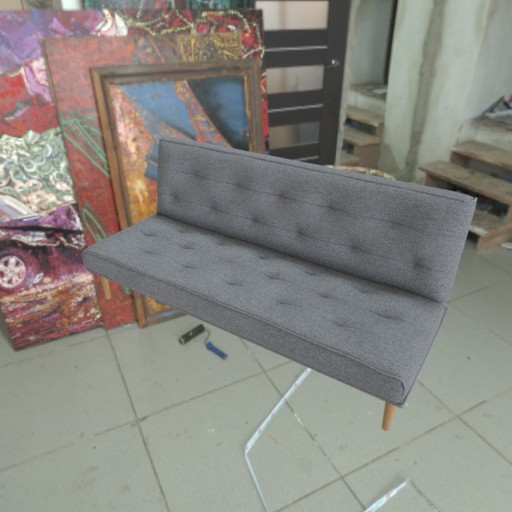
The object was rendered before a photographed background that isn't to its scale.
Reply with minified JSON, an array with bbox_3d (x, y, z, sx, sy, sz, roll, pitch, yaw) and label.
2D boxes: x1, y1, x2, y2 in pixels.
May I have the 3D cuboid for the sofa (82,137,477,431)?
[{"bbox_3d":[0.000,0.000,2.278,1.820,0.830,0.810,18,35,28],"label":"sofa"}]
